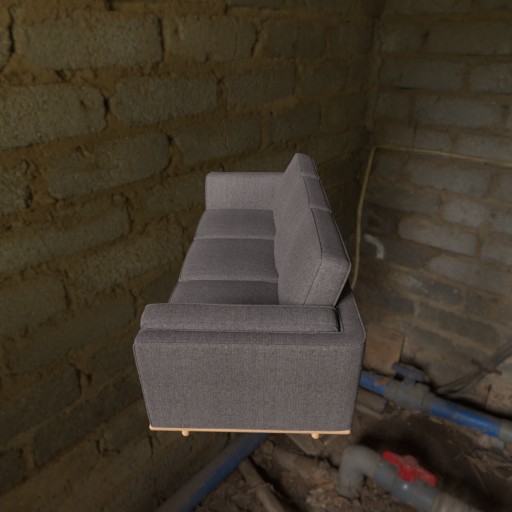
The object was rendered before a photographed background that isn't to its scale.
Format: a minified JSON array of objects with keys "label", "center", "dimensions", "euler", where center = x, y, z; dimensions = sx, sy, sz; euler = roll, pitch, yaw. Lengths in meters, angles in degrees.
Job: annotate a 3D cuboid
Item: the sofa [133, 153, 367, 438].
[{"label":"sofa","center":[0.000,0.000,2.765],"dimensions":[0.903,0.899,2.362],"euler":[1,26,1]}]
